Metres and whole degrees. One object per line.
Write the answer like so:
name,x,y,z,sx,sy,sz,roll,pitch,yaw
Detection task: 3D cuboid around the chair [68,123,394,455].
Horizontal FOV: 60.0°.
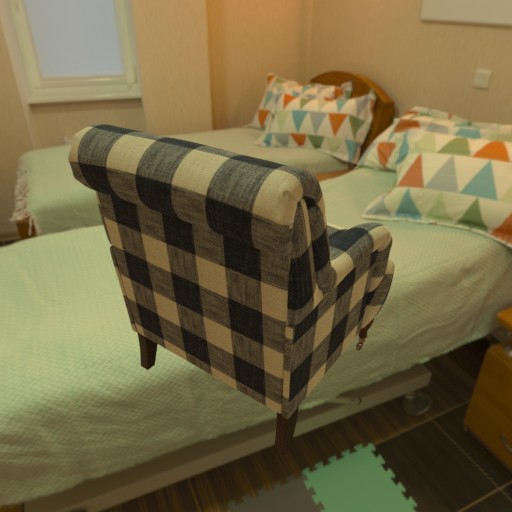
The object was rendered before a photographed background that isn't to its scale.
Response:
chair,0.000,0.000,1.567,0.781,0.953,0.848,20,36,31
